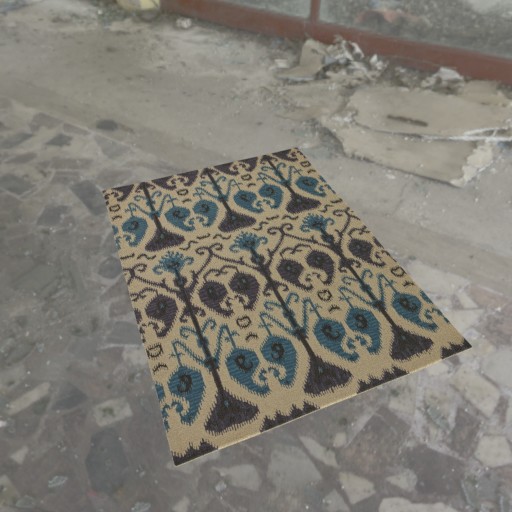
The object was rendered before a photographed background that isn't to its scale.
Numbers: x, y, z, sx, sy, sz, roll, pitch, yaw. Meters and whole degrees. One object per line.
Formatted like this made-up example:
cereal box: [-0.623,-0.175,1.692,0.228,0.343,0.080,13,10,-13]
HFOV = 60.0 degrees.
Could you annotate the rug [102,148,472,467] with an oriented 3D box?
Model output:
rug: [0.000,0.000,4.269,2.443,0.024,3.228,-16,47,-15]
